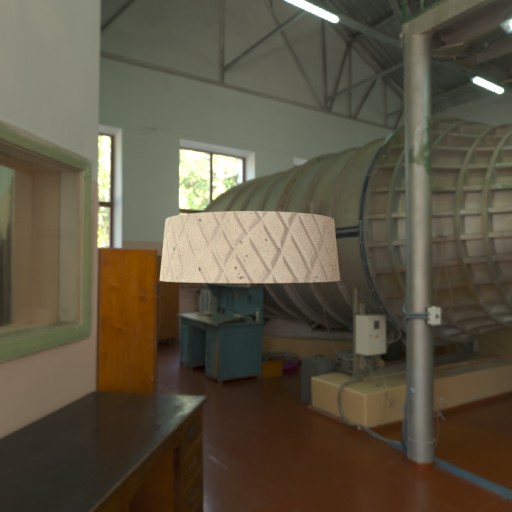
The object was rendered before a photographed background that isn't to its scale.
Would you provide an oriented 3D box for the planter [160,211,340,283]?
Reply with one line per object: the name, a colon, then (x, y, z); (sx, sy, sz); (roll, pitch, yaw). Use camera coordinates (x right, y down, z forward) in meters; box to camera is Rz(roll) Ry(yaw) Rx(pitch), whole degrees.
planter: (0.000, 0.000, 0.423); (0.114, 0.038, 0.390); (0, -1, 2)
